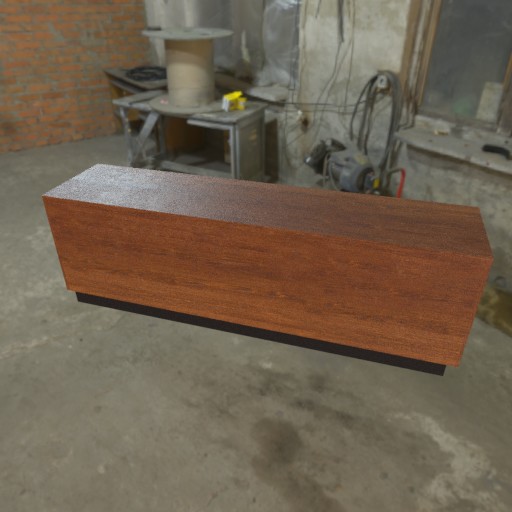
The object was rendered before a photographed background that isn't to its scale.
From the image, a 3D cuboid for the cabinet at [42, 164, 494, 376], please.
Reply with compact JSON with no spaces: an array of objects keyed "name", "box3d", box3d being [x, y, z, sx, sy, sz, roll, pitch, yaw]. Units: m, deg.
[{"name":"cabinet","box3d":[0.000,0.000,1.816,1.600,0.510,0.419,9,33,14]}]
